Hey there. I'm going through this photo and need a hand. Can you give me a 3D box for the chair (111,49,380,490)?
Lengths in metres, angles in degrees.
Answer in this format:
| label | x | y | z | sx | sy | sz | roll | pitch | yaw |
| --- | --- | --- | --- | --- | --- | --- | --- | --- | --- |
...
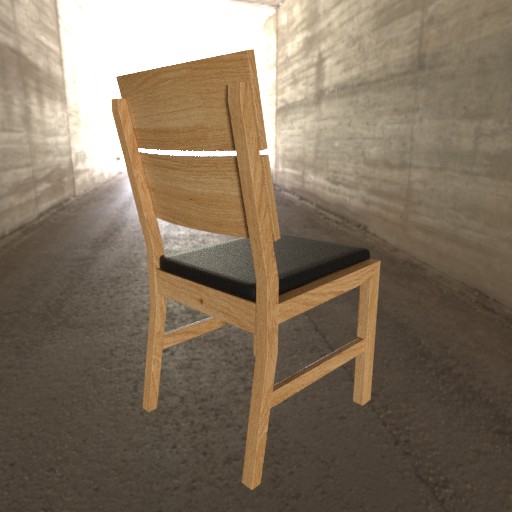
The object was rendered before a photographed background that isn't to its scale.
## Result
| label | x | y | z | sx | sy | sz | roll | pitch | yaw |
| --- | --- | --- | --- | --- | --- | --- | --- | --- | --- |
| chair | 0.000 | 0.000 | 1.252 | 0.475 | 0.950 | 0.569 | 14 | 20 | 43 |
